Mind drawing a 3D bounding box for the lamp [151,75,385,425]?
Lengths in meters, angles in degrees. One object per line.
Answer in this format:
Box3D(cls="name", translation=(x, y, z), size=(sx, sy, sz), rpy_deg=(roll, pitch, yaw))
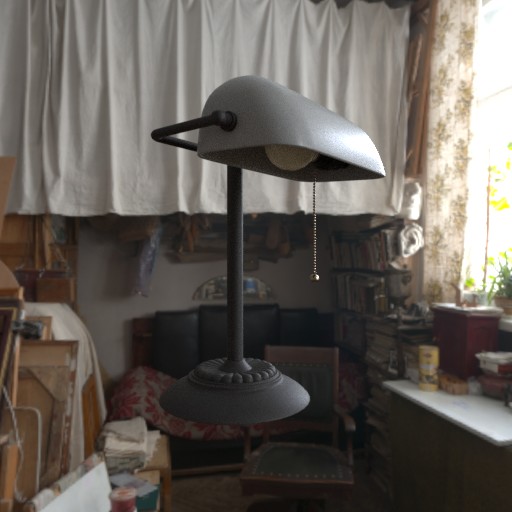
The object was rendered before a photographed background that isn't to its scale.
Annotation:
Box3D(cls="lamp", translation=(0.000, 0.000, 0.513), size=(0.243, 0.339, 0.264), rpy_deg=(0, 1, 38))
